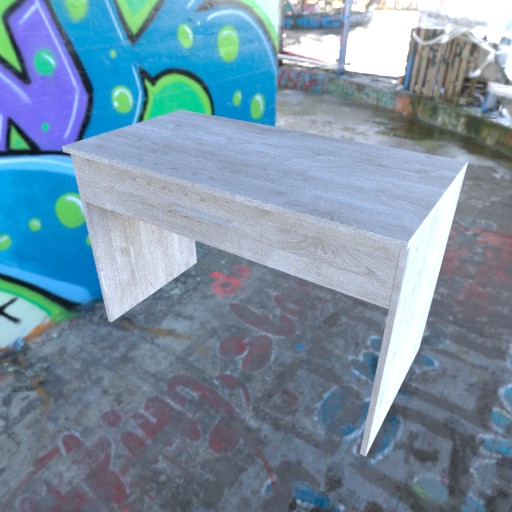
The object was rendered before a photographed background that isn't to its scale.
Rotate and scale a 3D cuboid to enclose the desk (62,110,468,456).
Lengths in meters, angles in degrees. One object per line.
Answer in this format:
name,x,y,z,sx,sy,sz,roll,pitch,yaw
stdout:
desk,0.000,0.000,1.533,1.100,0.730,0.560,19,37,28
